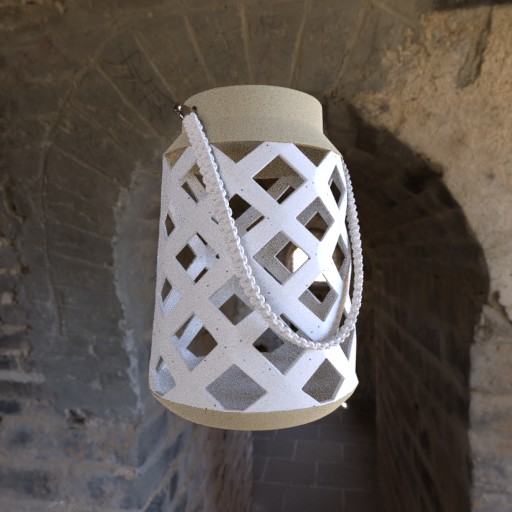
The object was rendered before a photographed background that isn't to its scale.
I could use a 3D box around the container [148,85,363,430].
[{"bbox_3d":[0.000,0.000,0.399,0.188,0.264,0.198,0,0,-37],"label":"container"}]
